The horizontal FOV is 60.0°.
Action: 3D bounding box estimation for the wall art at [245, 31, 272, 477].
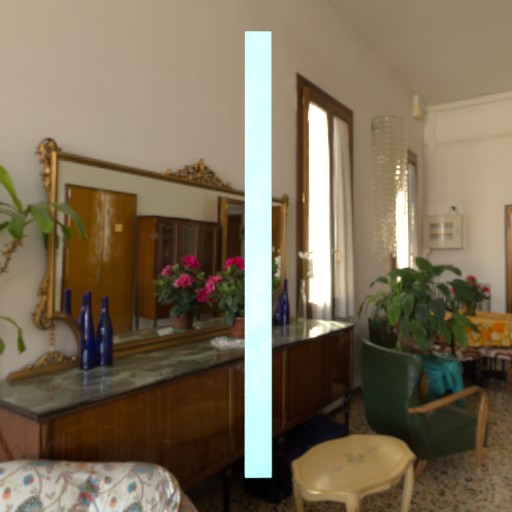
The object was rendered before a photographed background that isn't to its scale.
[{"bbox_3d":[0.000,0.000,0.899,0.036,0.603,0.603,0,-1,-1],"label":"wall art"}]
